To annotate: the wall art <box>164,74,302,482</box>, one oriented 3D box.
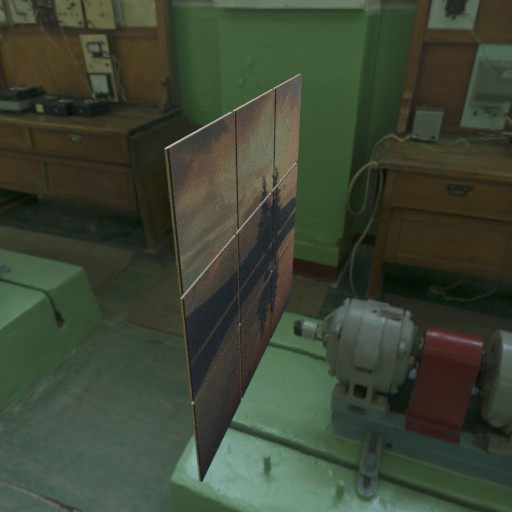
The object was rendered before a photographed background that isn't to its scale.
[{"bbox_3d":[0.000,0.000,1.791,0.013,1.218,1.216,10,31,17],"label":"wall art"}]
